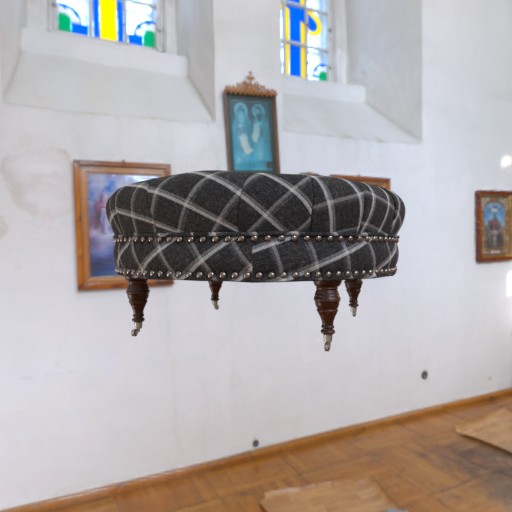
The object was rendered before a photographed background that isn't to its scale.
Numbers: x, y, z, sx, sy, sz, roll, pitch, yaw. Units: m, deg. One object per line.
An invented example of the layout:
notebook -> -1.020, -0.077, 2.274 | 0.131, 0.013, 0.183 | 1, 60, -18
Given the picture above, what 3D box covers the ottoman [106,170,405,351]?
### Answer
ottoman -> 0.000, 0.000, 1.397 | 0.901, 0.439, 0.901 | 0, 1, 0
